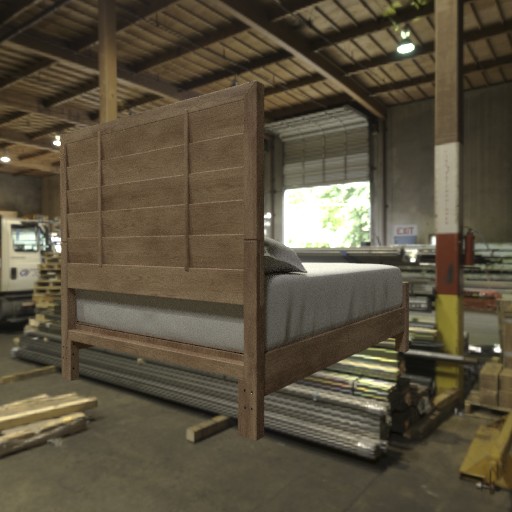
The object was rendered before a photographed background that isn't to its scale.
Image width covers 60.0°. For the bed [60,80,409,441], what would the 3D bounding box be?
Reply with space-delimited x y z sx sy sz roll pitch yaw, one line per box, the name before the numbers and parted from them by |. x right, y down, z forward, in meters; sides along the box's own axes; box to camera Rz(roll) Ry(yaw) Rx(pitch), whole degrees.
bed | 0.000 0.000 3.358 1.626 1.626 2.197 1 1 36
